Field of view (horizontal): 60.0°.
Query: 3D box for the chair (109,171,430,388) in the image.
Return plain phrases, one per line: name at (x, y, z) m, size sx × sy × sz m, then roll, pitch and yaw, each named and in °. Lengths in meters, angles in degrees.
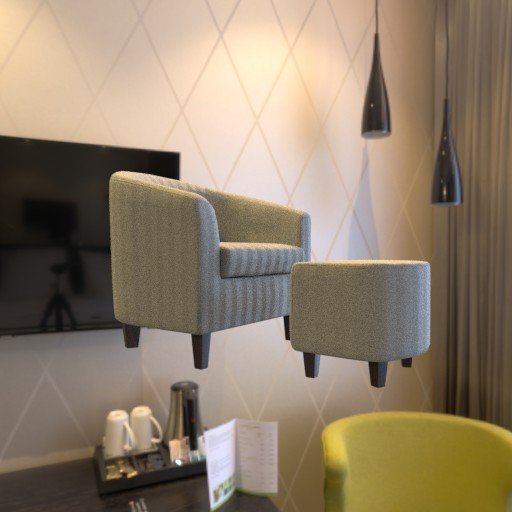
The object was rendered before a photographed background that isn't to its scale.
chair at (0.000, 0.000, 1.726) m, size 1.288 × 0.757 × 0.756 m, roll 1°, pitch 1°, yaw 36°
